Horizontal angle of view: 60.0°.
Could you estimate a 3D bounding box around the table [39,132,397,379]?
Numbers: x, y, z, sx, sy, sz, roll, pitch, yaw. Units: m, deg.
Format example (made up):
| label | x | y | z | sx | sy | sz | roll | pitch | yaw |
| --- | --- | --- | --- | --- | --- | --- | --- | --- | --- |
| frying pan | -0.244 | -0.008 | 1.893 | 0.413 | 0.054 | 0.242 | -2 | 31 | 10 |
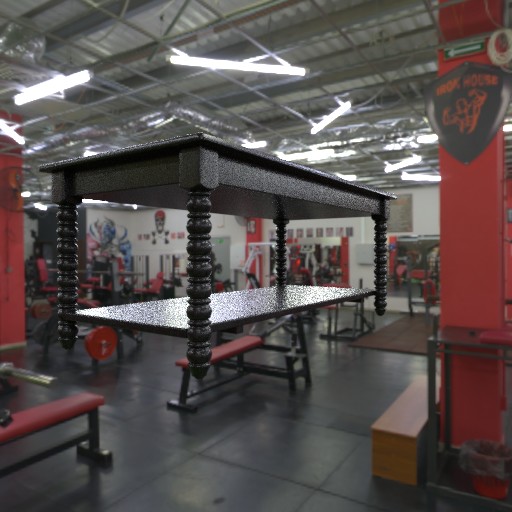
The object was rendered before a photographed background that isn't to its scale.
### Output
| label | x | y | z | sx | sy | sz | roll | pitch | yaw |
| --- | --- | --- | --- | --- | --- | --- | --- | --- | --- |
| table | 0.000 | 0.000 | 1.477 | 0.580 | 0.487 | 1.171 | 0 | 1 | 35 |
